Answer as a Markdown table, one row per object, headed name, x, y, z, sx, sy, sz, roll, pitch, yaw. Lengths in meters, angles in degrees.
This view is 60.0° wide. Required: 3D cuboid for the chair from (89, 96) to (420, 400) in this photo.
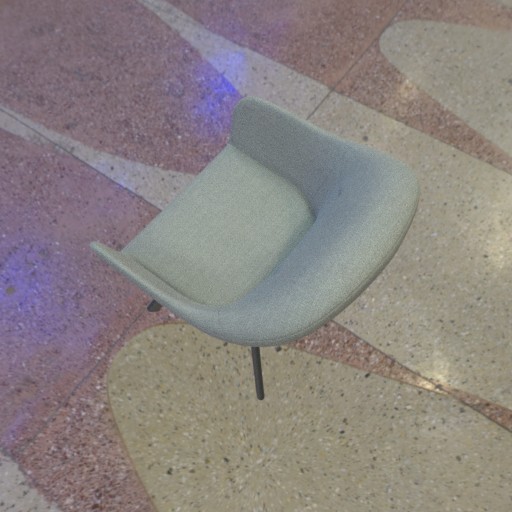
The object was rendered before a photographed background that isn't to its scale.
| name | x | y | z | sx | sy | sz | roll | pitch | yaw |
| --- | --- | --- | --- | --- | --- | --- | --- | --- | --- |
| chair | 0.000 | 0.000 | 1.127 | 0.570 | 0.780 | 0.540 | 35 | 69 | 15 |
